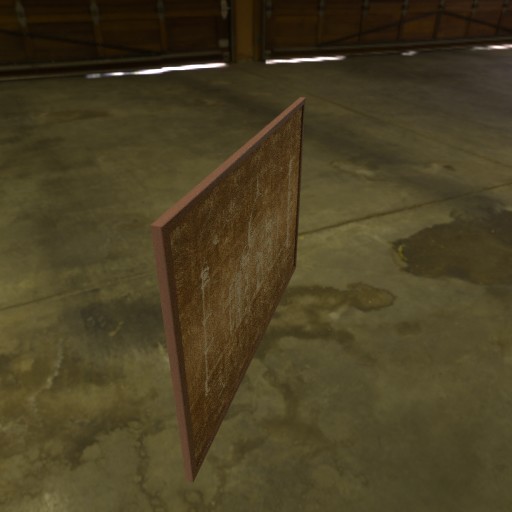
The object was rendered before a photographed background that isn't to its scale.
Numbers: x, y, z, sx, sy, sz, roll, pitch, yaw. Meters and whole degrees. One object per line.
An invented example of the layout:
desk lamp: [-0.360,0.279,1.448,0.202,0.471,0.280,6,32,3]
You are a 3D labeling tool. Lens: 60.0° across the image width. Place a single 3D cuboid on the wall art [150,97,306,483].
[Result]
wall art: [0.000,0.000,0.849,0.014,0.455,0.660,10,33,16]
